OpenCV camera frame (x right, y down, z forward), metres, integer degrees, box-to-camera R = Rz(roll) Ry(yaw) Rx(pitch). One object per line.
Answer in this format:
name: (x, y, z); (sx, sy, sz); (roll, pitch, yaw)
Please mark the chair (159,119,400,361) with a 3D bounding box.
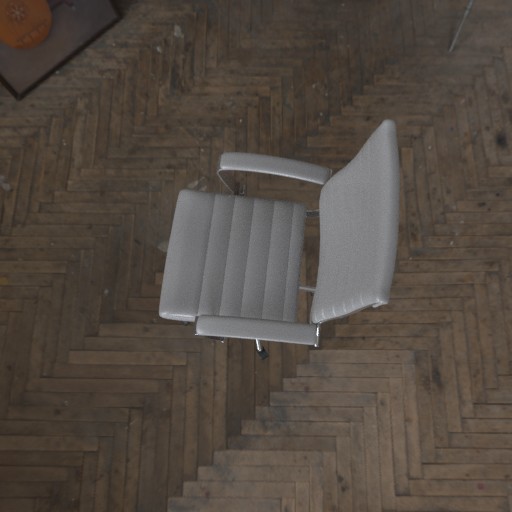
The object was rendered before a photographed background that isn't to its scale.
chair: (0.000, 0.000, 1.555); (0.667, 1.149, 0.679); (6, 75, 2)
